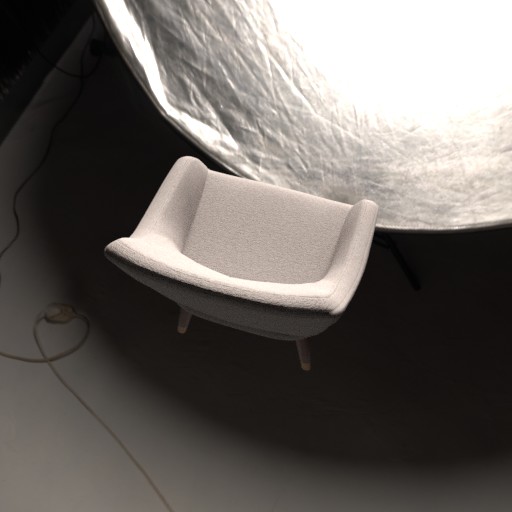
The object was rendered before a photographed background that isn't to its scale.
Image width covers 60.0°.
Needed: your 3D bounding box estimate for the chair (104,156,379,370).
[{"bbox_3d":[0.000,0.000,1.288,0.609,0.889,0.600,15,65,7],"label":"chair"}]
